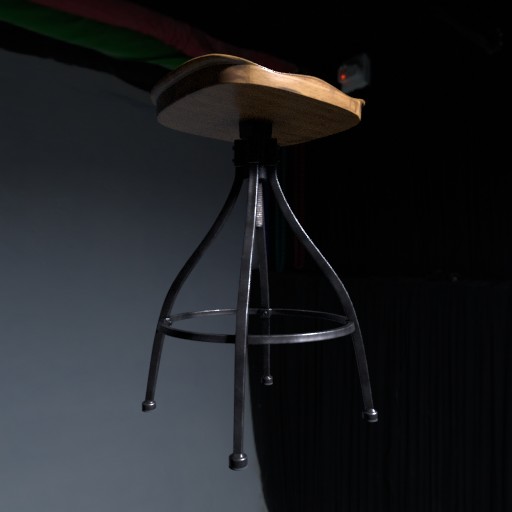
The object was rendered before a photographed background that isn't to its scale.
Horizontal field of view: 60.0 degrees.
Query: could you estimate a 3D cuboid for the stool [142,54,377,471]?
[{"bbox_3d":[0.000,0.000,0.972,0.432,0.694,0.424,0,0,-38],"label":"stool"}]
